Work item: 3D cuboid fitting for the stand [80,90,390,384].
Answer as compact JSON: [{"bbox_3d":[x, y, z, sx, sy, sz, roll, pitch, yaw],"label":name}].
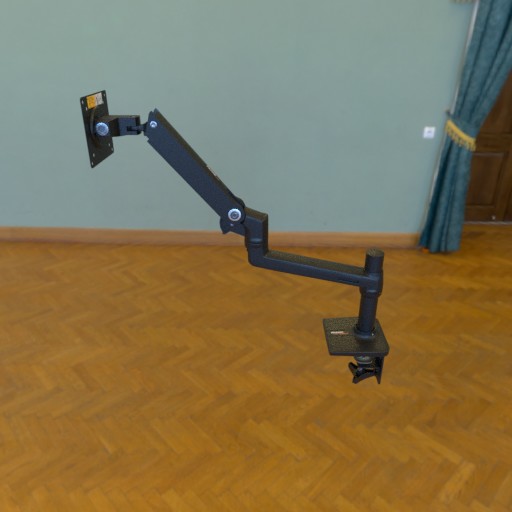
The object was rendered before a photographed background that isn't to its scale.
[{"bbox_3d":[0.000,0.000,1.032,0.650,0.713,0.152,0,26,1],"label":"stand"}]
